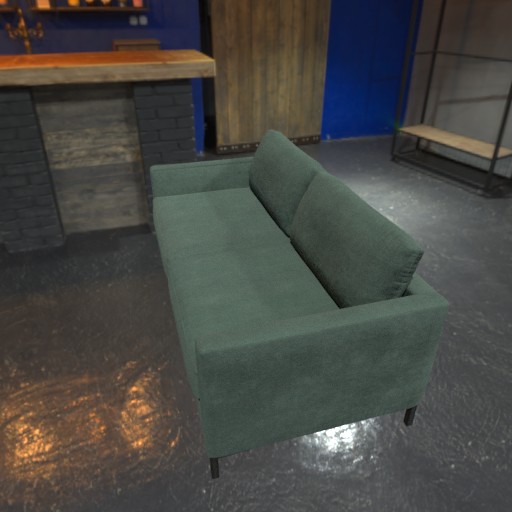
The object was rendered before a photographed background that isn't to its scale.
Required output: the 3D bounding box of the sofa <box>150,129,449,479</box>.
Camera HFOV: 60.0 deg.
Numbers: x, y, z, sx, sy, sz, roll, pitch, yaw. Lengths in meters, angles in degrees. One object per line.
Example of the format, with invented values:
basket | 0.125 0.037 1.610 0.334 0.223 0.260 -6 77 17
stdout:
sofa | 0.000 0.000 2.145 0.875 0.817 1.676 -9 32 -14
